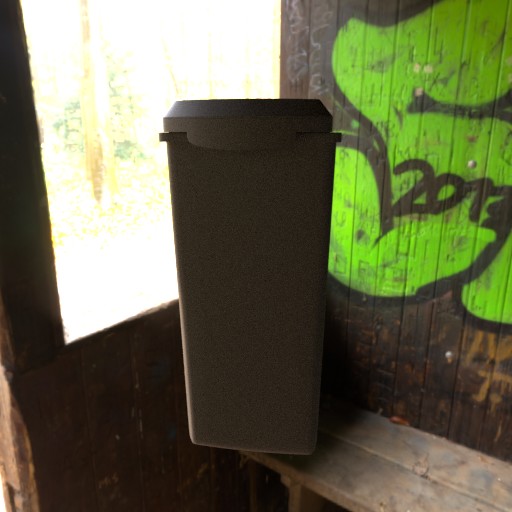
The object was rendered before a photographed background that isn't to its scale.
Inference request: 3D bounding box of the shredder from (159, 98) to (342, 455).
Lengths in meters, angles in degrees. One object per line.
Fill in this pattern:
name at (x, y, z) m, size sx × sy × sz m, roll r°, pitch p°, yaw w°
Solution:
shredder at (0.000, 0.000, 0.515) m, size 0.170 × 0.335 × 0.320 m, roll 2°, pitch 16°, yaw 7°
